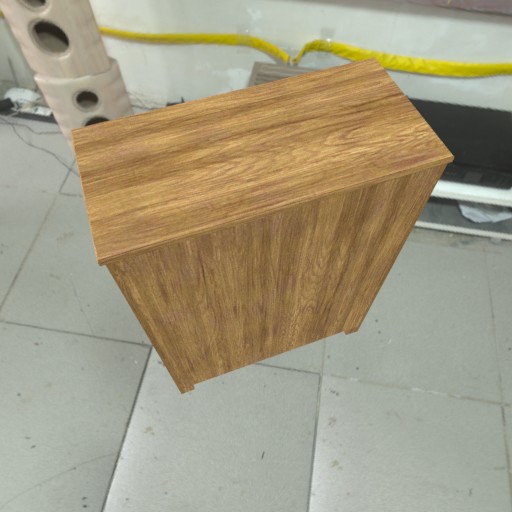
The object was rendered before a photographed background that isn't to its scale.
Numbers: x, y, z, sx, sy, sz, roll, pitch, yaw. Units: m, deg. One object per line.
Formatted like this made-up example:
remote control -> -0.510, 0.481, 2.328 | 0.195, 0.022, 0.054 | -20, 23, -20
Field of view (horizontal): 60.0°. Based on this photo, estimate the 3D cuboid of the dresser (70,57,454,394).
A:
dresser -> 0.000, 0.000, 1.992 | 1.081, 1.431, 0.558 | -17, 61, -10
